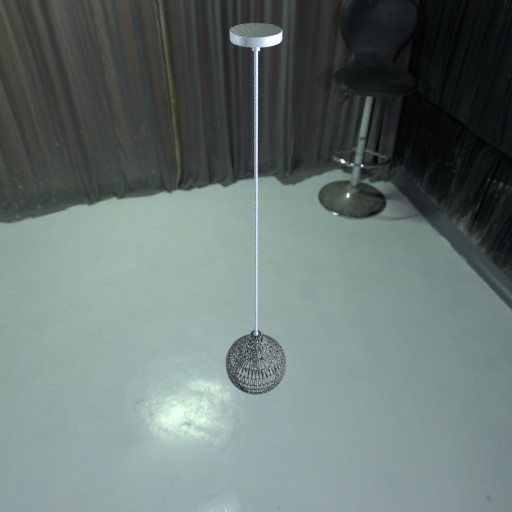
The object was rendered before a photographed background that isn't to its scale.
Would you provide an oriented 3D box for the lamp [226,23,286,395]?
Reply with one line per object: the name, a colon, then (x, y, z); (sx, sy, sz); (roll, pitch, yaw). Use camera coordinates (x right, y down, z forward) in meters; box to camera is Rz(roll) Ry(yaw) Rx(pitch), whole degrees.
lamp: (0.000, 0.000, 2.047); (0.355, 1.919, 0.355); (-13, 43, -14)
